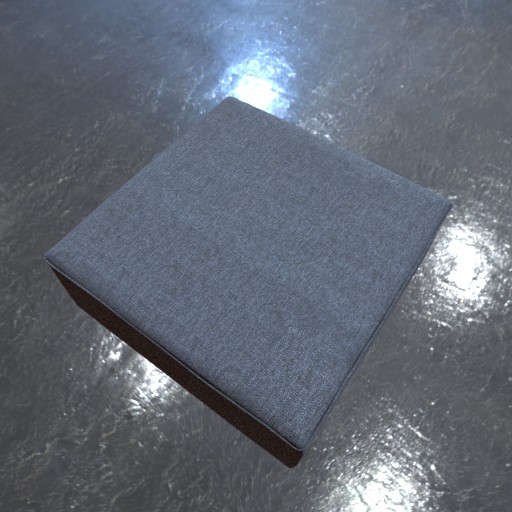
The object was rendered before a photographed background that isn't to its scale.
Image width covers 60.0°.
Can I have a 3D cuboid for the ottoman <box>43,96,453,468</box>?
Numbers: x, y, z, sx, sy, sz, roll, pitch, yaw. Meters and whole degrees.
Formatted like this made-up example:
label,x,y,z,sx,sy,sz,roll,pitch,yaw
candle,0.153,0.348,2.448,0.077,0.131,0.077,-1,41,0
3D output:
label,x,y,z,sx,sy,sz,roll,pitch,yaw
ottoman,0.000,0.000,1.629,1.023,0.423,1.017,32,63,19
